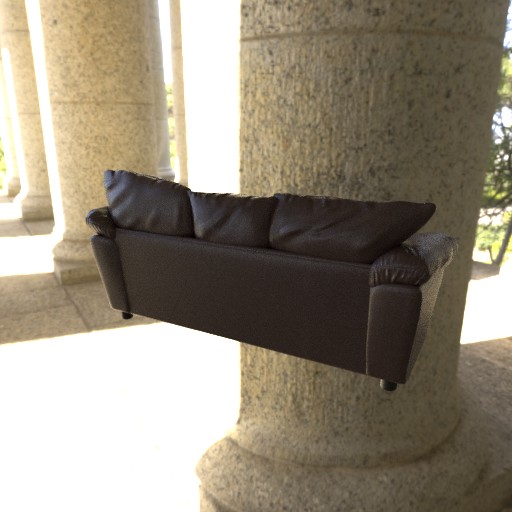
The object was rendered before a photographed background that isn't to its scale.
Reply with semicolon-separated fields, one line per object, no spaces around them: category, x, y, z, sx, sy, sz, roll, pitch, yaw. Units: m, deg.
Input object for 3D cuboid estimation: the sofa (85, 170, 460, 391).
sofa;0.000;0.000;2.955;2.390;1.091;0.907;9;18;28
